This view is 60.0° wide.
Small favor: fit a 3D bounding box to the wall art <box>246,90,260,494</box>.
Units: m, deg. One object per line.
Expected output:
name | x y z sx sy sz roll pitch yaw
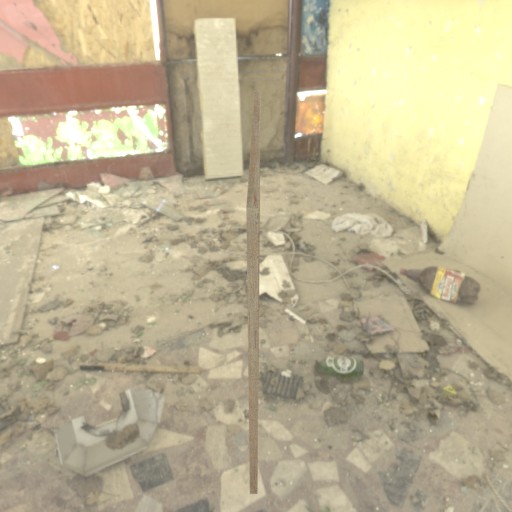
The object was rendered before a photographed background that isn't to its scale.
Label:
wall art | 0.000 0.000 1.340 0.019 0.774 1.012 0 30 1
